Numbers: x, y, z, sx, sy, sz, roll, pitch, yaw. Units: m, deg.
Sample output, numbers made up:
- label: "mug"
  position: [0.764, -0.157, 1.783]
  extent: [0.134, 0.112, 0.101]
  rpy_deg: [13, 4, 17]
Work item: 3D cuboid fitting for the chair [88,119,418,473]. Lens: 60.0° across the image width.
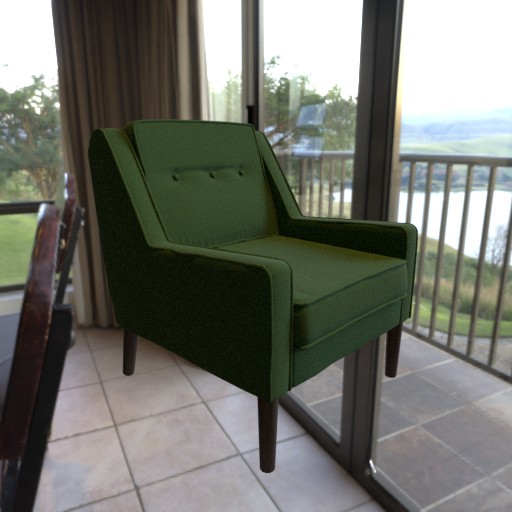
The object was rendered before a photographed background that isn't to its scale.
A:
- label: "chair"
  position: [0.000, 0.000, 1.326]
  extent: [0.743, 0.792, 0.663]
  rpy_deg: [14, 20, 42]
